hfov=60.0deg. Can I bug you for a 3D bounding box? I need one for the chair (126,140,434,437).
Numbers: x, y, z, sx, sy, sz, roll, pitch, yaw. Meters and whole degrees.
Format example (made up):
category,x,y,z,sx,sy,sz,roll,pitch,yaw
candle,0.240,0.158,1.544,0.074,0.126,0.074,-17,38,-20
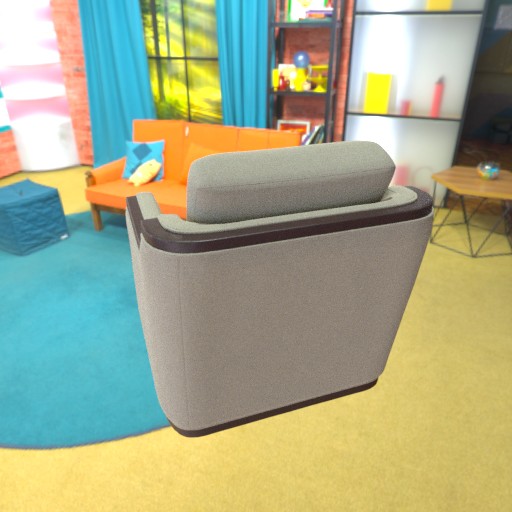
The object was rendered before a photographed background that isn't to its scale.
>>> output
category,x,y,z,sx,sy,sz,roll,pitch,yaw
chair,0.000,0.000,1.650,0.870,0.930,0.950,-9,29,-17
